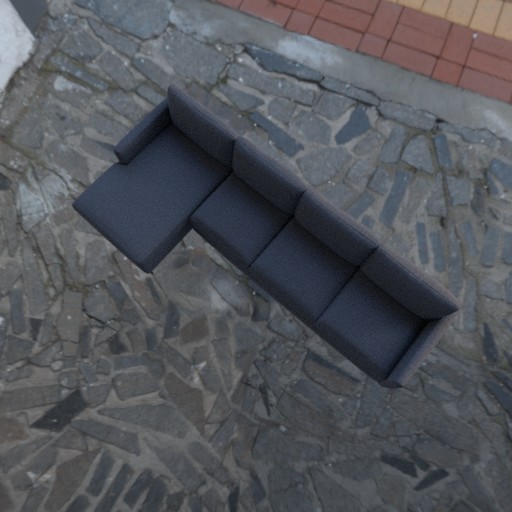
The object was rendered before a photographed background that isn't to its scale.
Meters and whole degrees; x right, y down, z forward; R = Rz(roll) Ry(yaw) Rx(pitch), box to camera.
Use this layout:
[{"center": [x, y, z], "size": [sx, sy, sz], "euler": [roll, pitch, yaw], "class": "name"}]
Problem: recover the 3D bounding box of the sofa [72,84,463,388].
[{"center": [0.000, 0.000, 2.962], "size": [2.445, 0.673, 1.125], "euler": [39, 78, 10], "class": "sofa"}]
